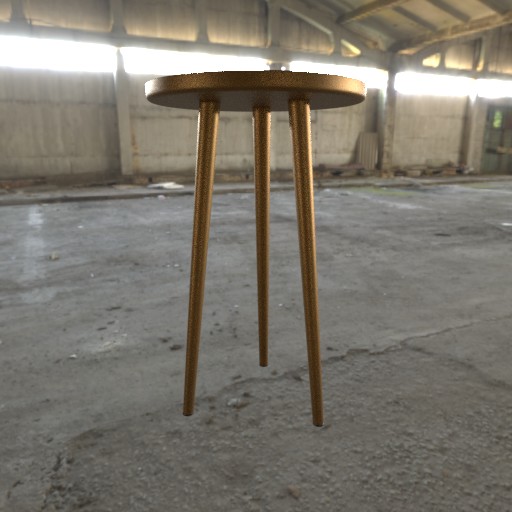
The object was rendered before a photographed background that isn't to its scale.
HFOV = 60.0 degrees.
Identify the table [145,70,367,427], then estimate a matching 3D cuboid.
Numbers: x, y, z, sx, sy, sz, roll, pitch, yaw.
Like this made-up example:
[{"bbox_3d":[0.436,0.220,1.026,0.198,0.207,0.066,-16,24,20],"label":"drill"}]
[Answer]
[{"bbox_3d":[0.000,0.000,0.672,0.299,0.480,0.299,-6,15,-25],"label":"table"}]
